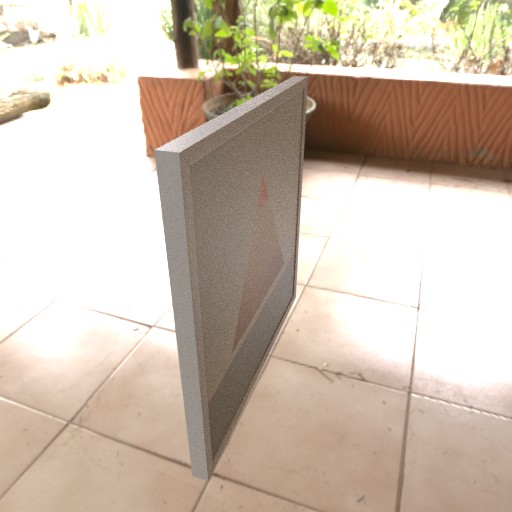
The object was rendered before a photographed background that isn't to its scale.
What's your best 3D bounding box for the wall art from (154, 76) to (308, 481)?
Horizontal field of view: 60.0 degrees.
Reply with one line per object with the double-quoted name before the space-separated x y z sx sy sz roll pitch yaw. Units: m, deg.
"wall art" 0.000 0.000 1.141 0.041 0.765 0.768 10 32 17
